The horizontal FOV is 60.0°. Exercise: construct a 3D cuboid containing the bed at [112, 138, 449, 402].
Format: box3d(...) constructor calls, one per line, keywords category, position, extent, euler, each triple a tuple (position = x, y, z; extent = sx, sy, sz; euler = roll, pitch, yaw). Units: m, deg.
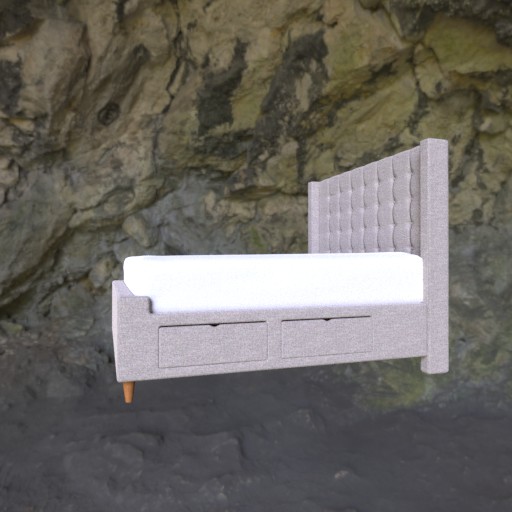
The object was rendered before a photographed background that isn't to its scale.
box3d(category="bed", position=(0.000, 0.000, 3.890), extent=(2.372, 1.748, 2.044), euler=(0, 0, -19))
